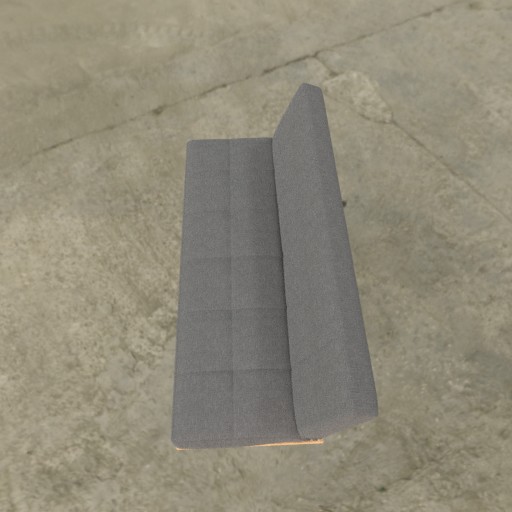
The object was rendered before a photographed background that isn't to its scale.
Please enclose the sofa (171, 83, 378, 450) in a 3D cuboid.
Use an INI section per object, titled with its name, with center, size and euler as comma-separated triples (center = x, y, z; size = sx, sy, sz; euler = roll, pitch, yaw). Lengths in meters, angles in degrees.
[sofa]
center = 0.000, 0.000, 2.325
size = 0.820, 0.770, 1.820
euler = -2, 59, -1
